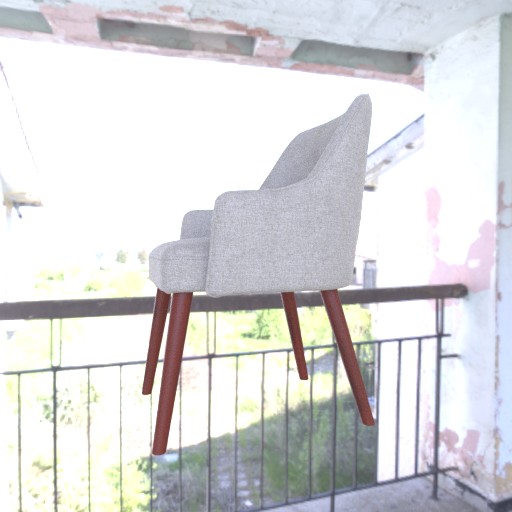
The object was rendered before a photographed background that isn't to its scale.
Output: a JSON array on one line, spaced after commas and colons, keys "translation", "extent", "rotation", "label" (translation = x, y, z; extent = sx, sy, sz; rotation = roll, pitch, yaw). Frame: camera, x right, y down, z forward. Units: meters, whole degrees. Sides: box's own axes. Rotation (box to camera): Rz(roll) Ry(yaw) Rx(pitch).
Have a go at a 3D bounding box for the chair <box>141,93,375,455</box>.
[{"translation": [0.000, 0.000, 1.245], "extent": [0.605, 0.849, 0.548], "rotation": [0, 1, -17], "label": "chair"}]
